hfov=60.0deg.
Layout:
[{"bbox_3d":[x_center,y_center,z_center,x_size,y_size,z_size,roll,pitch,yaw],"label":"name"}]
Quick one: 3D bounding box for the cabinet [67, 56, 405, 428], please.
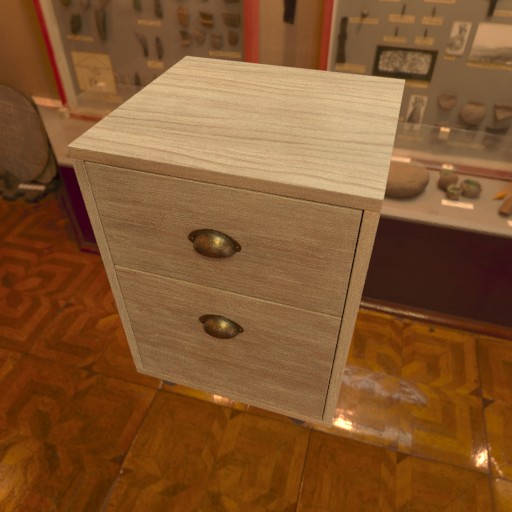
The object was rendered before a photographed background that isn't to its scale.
[{"bbox_3d":[0.000,0.000,0.855,0.409,0.579,0.401,12,43,13],"label":"cabinet"}]
